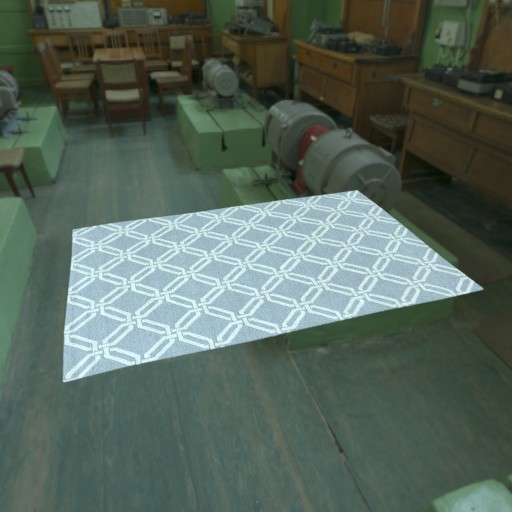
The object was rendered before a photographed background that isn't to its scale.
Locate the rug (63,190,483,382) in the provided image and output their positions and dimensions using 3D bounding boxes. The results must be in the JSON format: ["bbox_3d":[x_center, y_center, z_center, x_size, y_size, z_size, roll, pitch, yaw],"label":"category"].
[{"bbox_3d":[0.000,0.000,2.184,1.754,0.010,1.148,-10,33,-15],"label":"rug"}]
